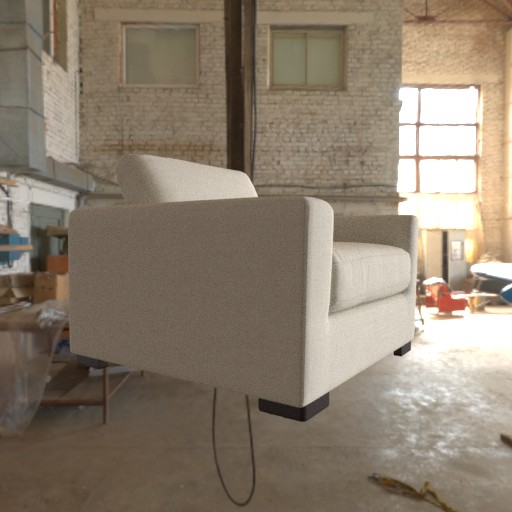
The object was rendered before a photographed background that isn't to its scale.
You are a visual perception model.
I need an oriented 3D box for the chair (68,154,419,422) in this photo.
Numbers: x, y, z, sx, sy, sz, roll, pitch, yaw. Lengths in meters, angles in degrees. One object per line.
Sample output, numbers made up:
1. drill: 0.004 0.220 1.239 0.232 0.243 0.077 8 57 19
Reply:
1. chair: 0.000 0.000 1.892 1.100 0.876 1.070 1 2 35
